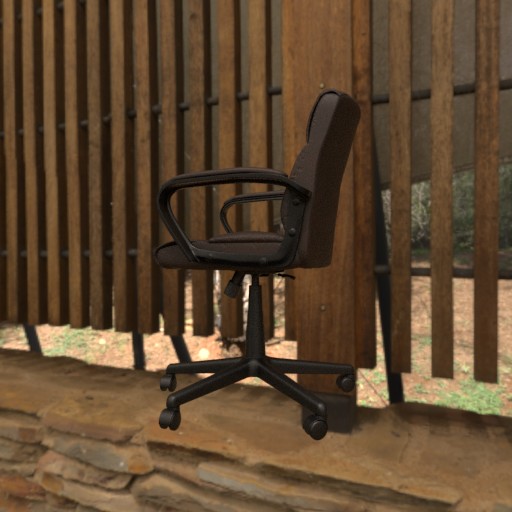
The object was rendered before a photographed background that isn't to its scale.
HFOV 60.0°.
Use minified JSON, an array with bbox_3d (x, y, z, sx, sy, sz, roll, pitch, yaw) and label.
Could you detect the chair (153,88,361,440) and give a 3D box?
[{"bbox_3d":[0.000,0.000,1.559,0.717,1.004,0.739,0,1,18],"label":"chair"}]
